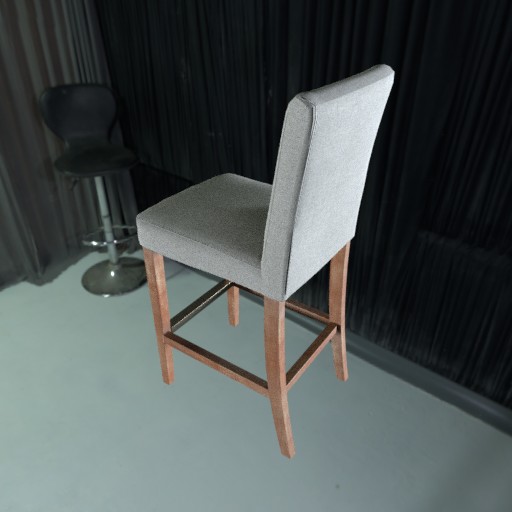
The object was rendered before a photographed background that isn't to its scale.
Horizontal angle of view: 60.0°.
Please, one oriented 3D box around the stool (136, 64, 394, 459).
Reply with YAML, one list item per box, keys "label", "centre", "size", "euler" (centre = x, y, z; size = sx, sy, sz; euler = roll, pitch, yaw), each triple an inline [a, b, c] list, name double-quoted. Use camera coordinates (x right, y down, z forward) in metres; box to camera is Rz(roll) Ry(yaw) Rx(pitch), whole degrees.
- label: "stool"
  centre: [0.000, 0.000, 1.361]
  size: [0.570, 1.088, 0.439]
  euler: [21, 38, 29]
